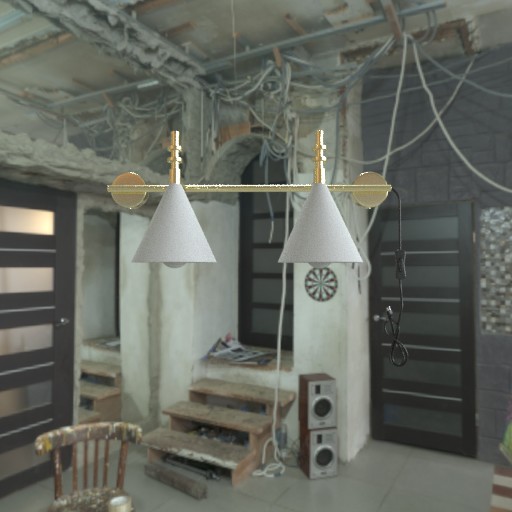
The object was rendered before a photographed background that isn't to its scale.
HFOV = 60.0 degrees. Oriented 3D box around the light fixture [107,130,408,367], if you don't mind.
[{"bbox_3d":[0.000,0.000,0.874,0.642,0.468,0.239,0,-2,1],"label":"light fixture"}]
